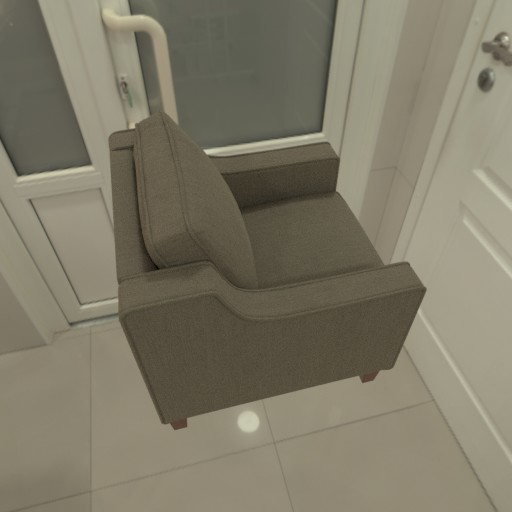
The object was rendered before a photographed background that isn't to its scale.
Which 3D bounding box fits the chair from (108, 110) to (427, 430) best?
[{"bbox_3d":[0.000,0.000,1.668,0.909,0.960,0.831,-11,48,-10],"label":"chair"}]
